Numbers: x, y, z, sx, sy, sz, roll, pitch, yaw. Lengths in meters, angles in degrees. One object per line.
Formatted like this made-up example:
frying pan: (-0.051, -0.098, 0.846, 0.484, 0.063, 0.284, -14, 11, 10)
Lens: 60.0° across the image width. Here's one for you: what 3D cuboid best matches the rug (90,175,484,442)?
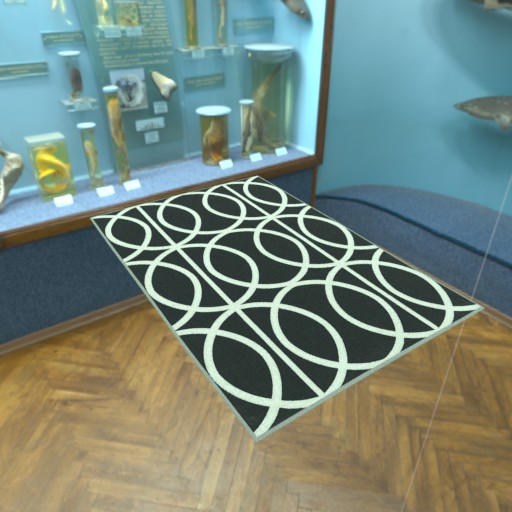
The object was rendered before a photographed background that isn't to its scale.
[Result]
rug: (0.000, 0.000, 2.901, 1.526, 0.014, 2.290, -19, 37, -28)
